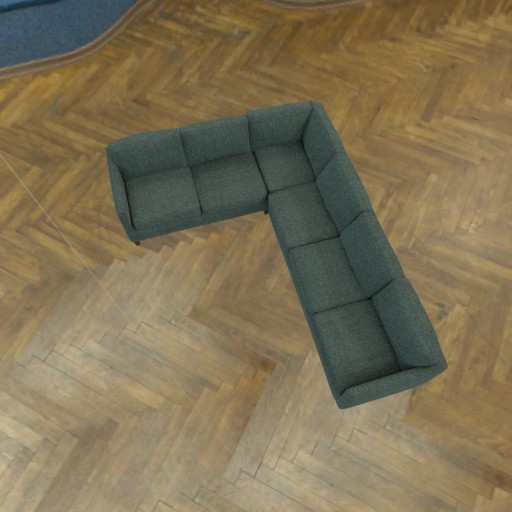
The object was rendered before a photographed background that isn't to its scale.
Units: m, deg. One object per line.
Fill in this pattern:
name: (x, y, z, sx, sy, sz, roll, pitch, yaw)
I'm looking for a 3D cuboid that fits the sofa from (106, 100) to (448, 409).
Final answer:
sofa: (0.000, 0.000, 4.572, 2.593, 0.947, 3.302, -14, 64, -7)
